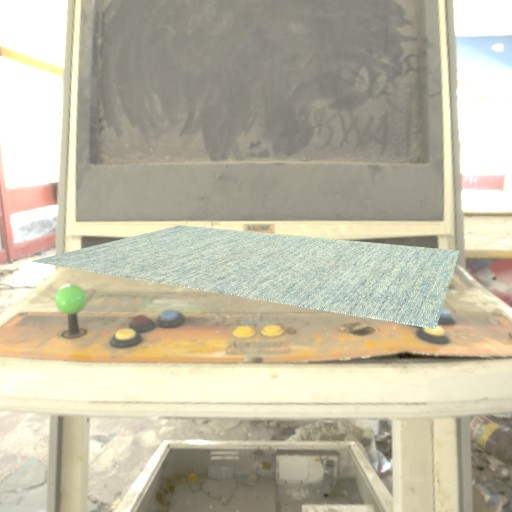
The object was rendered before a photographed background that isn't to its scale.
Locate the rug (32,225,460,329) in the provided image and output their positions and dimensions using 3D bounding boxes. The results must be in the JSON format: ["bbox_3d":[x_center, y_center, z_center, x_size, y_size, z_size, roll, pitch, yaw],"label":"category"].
[{"bbox_3d":[0.000,0.000,2.160,1.752,0.006,1.142,7,15,26],"label":"rug"}]
